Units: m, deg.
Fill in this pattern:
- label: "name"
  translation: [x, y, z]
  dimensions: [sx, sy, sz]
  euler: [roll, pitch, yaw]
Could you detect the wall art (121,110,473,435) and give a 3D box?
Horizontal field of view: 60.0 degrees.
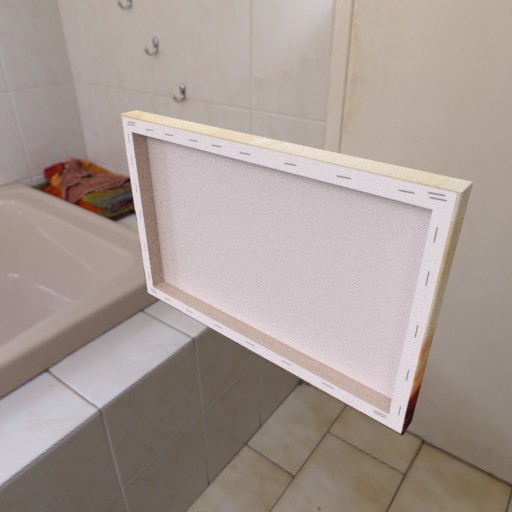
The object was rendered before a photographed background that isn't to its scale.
- label: "wall art"
  translation: [0.000, 0.000, 0.764]
  dimensions: [0.613, 0.402, 0.040]
  euler: [22, 36, 33]
